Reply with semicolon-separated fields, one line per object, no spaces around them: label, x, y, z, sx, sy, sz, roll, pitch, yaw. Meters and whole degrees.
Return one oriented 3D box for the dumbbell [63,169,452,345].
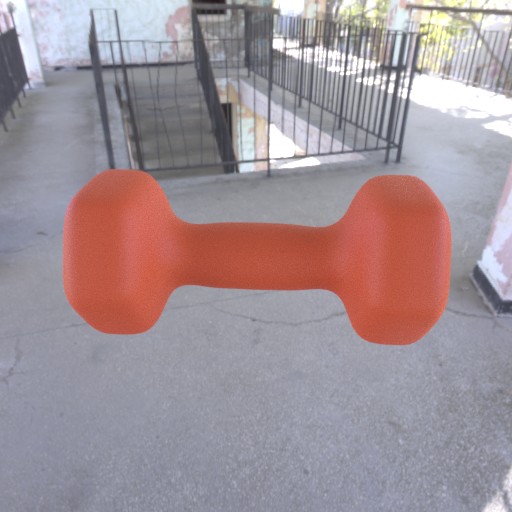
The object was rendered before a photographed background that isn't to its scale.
dumbbell;0.000;0.000;0.205;0.162;0.071;0.079;2;31;3
